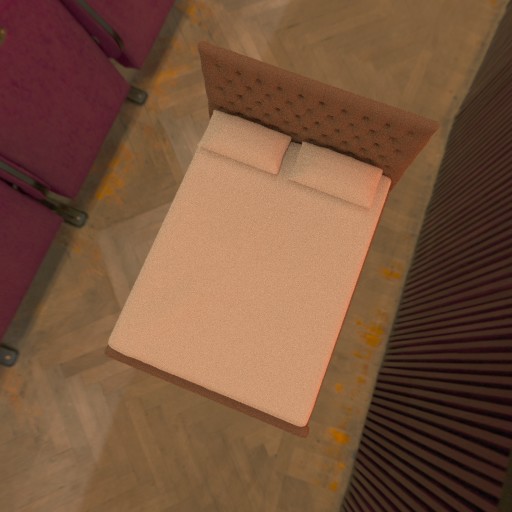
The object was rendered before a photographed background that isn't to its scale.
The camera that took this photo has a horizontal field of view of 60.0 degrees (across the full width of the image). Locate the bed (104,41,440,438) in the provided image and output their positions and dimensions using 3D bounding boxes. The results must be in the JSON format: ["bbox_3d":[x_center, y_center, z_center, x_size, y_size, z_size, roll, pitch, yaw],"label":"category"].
[{"bbox_3d":[0.000,0.000,3.355,1.696,1.426,2.233,21,77,5],"label":"bed"}]
